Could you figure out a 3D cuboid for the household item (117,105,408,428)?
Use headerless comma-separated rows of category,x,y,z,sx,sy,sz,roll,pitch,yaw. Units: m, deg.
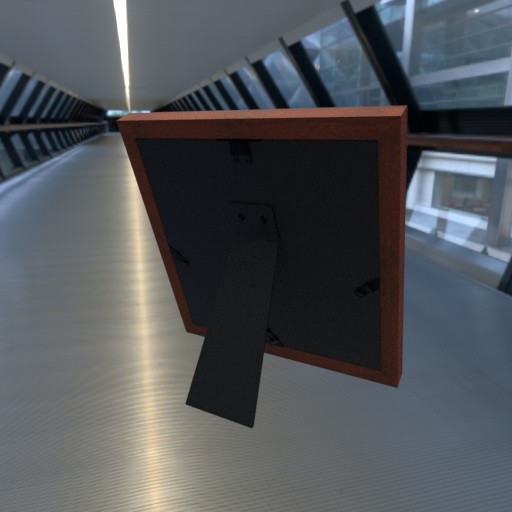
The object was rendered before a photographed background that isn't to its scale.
household item,0.000,0.000,0.385,0.240,0.240,0.131,9,18,28
